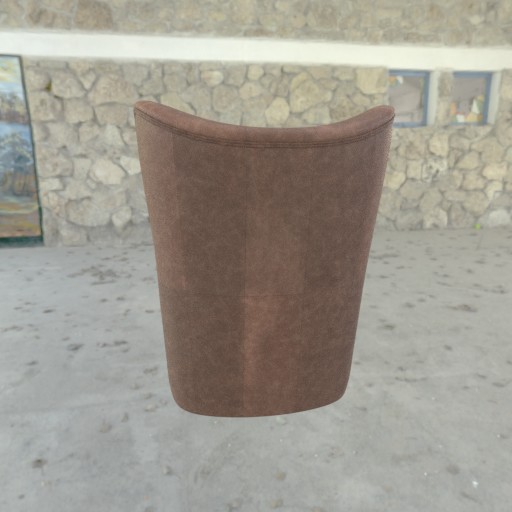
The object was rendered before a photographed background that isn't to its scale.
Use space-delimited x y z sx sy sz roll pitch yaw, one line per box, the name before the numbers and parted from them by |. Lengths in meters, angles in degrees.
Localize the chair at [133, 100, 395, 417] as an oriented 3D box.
chair | 0.000 0.000 1.734 0.831 1.079 0.930 -2 13 -9
